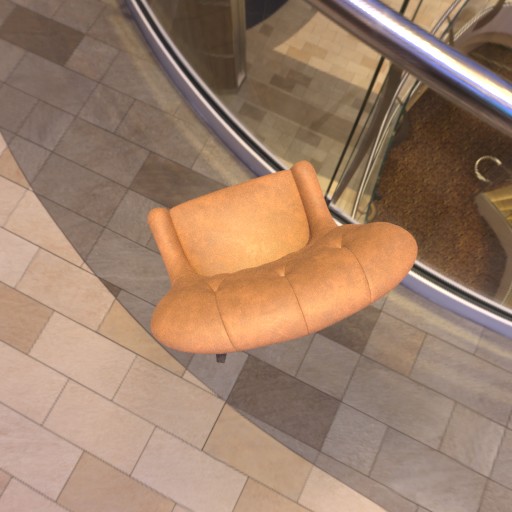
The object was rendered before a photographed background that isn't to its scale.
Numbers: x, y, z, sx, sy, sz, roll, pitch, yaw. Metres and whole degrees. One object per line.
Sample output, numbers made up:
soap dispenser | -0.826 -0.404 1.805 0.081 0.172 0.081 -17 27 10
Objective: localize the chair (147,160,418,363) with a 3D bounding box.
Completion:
chair | 0.000 0.000 1.462 0.634 1.091 0.629 -19 76 -5
